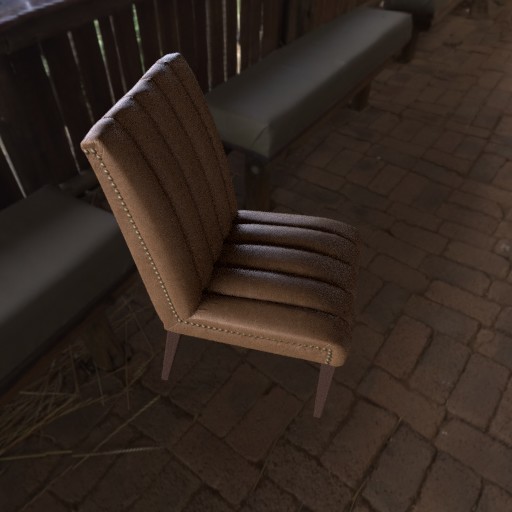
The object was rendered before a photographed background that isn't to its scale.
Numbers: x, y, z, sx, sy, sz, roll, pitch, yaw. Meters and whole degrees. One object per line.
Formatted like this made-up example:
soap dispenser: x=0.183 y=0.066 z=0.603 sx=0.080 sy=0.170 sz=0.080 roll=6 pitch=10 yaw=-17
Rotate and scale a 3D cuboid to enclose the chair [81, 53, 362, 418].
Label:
chair: x=0.000 y=0.000 z=1.373 sx=0.647 sy=1.016 sz=0.511 roll=10 pitch=46 yaw=10
